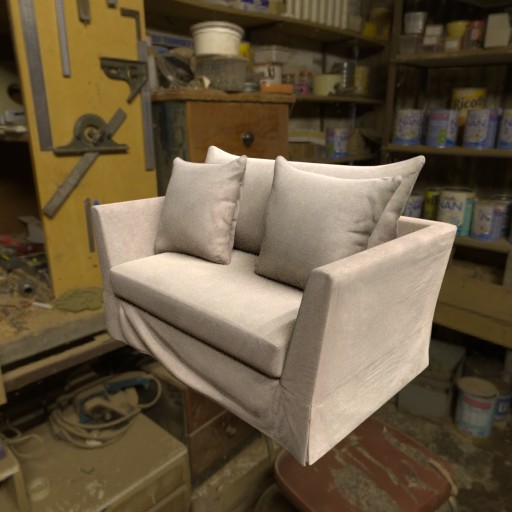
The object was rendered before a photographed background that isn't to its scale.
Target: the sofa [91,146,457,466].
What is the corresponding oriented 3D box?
[{"bbox_3d":[0.000,0.000,2.266,1.608,1.040,1.035,16,23,42],"label":"sofa"}]
